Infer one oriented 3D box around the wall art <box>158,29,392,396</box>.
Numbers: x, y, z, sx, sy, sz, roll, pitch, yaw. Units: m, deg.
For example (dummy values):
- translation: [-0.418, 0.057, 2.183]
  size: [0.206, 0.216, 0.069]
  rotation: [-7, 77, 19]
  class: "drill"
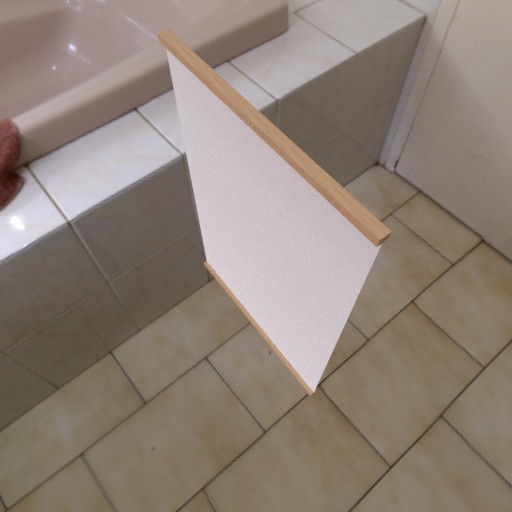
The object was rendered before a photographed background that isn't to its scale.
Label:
- translation: [0.000, 0.000, 0.634]
  size: [0.013, 0.510, 0.335]
  rotation: [-33, 65, -18]
  class: "wall art"
